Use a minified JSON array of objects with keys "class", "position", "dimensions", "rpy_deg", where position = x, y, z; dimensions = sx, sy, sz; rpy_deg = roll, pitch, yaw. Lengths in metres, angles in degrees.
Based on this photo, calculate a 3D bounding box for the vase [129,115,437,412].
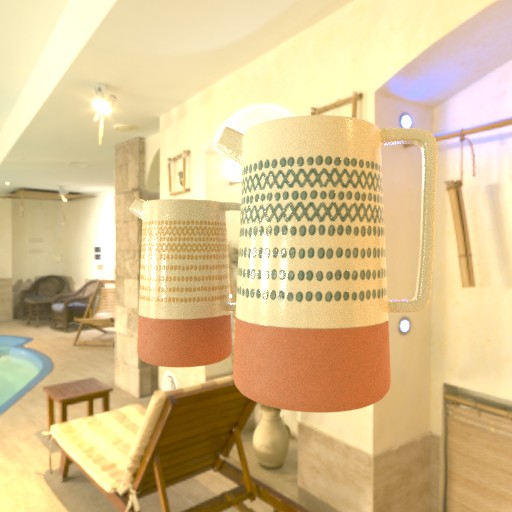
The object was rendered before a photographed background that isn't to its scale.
[{"class":"vase","position":[0.000,0.000,0.467],"dimensions":[0.168,0.247,0.326],"rpy_deg":[-1,1,-37]}]
